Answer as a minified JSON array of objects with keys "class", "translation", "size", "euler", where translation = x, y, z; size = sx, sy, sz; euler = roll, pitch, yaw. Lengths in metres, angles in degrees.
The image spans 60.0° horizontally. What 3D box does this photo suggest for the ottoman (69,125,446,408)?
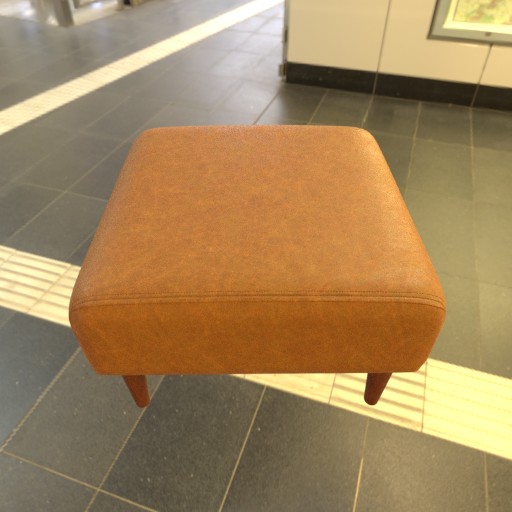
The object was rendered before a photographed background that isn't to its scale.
[{"class":"ottoman","translation":[0.000,0.000,1.046],"size":[0.650,0.399,0.650],"euler":[0,42,0]}]
